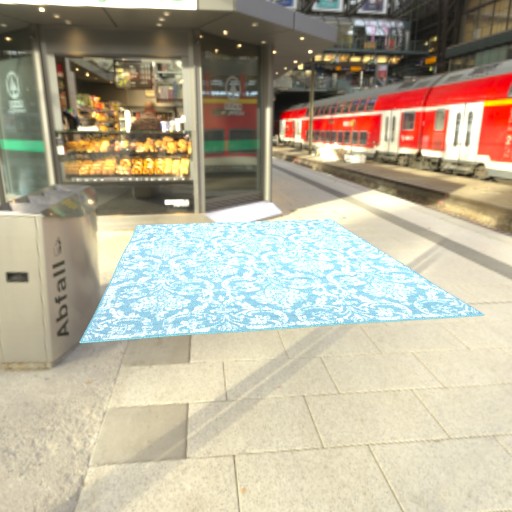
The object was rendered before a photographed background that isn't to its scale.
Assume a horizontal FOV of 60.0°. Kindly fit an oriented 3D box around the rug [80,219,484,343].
[{"bbox_3d":[0.000,0.000,3.941,2.363,0.012,2.980,-2,16,-8],"label":"rug"}]
